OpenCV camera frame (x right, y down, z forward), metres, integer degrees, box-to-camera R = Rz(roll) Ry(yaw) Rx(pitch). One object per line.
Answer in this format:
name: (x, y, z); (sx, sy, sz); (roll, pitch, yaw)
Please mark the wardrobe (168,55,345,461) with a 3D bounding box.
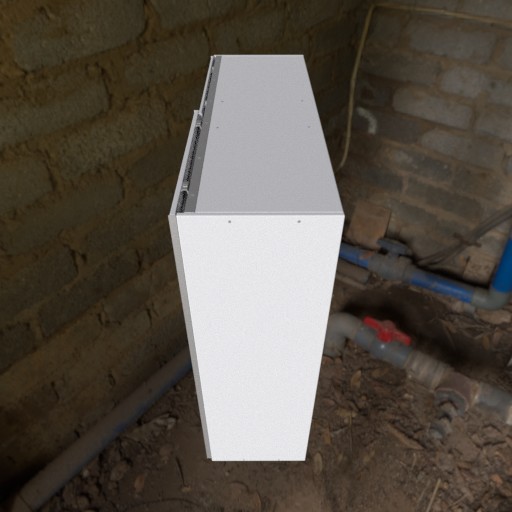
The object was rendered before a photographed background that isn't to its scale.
wardrobe: (0.000, 0.000, 2.885); (0.629, 1.960, 1.780); (0, 41, 0)
